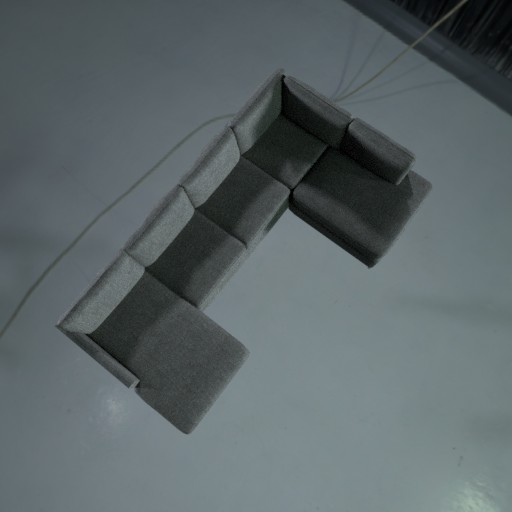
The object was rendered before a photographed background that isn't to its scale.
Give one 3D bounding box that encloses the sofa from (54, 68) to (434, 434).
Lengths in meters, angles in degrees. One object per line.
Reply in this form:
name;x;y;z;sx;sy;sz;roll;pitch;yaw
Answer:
sofa;0.000;0.000;4.403;2.048;0.999;3.423;36;79;9
